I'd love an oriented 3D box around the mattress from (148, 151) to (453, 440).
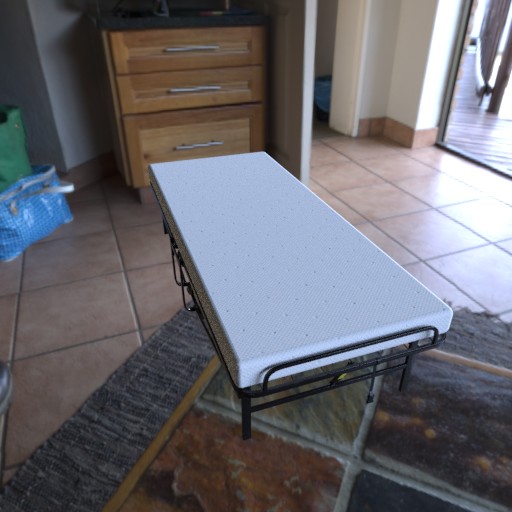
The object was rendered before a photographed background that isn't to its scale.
[{"bbox_3d":[0.000,0.000,2.541,0.922,0.519,2.153,-10,32,-17],"label":"mattress"}]
